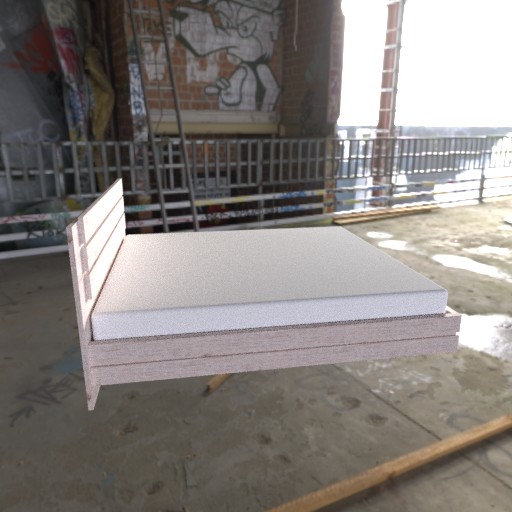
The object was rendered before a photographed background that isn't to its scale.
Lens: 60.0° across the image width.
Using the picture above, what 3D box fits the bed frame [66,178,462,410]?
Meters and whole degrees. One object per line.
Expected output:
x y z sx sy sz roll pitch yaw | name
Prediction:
0.000 0.000 3.216 2.080 0.970 1.950 -3 17 -10 | bed frame
